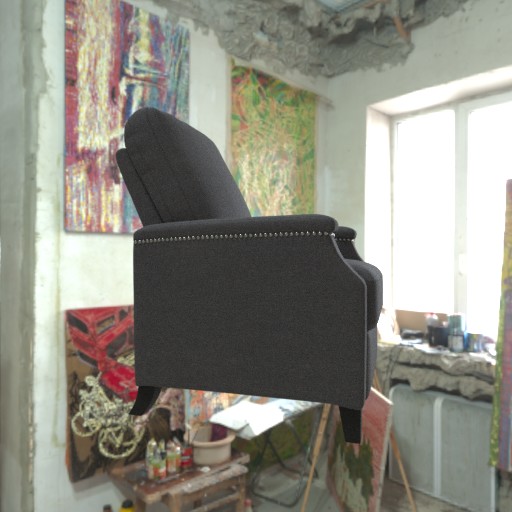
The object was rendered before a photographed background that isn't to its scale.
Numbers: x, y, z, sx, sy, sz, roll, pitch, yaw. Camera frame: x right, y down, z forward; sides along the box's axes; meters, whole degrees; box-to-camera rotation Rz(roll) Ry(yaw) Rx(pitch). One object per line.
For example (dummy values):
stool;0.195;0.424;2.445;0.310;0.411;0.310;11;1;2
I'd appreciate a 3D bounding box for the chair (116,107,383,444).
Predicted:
chair;0.000;0.000;1.687;0.922;1.049;0.710;0;0;18
